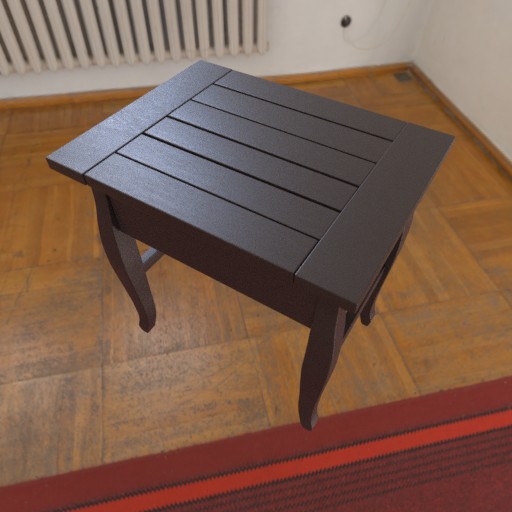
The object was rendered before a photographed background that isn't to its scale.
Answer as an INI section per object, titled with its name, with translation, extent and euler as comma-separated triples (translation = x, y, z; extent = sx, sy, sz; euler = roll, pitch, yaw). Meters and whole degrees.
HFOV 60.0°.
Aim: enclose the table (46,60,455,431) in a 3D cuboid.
[table]
translation = 0.000, 0.000, 1.038
extent = 0.602, 0.605, 0.460
euler = 25, 53, 21
